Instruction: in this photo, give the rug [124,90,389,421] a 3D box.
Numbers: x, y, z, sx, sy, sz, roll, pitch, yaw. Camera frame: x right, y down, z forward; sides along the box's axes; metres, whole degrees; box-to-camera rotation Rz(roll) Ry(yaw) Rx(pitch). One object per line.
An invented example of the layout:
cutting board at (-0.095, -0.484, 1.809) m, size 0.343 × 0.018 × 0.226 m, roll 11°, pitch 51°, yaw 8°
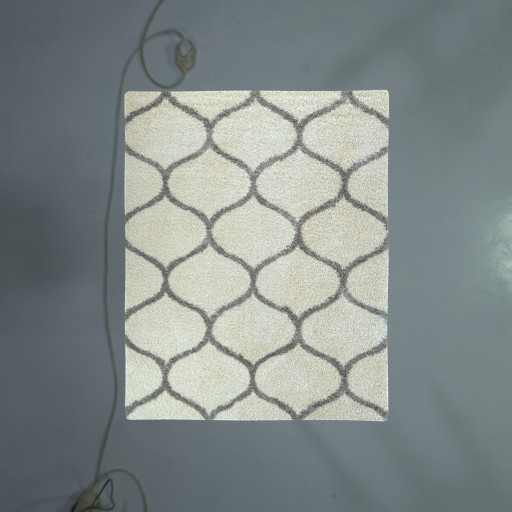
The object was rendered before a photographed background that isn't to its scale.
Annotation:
rug at (0.000, 0.000, 4.038) m, size 2.399 × 0.026 × 3.000 m, roll 0°, pitch 90°, yaw 1°
